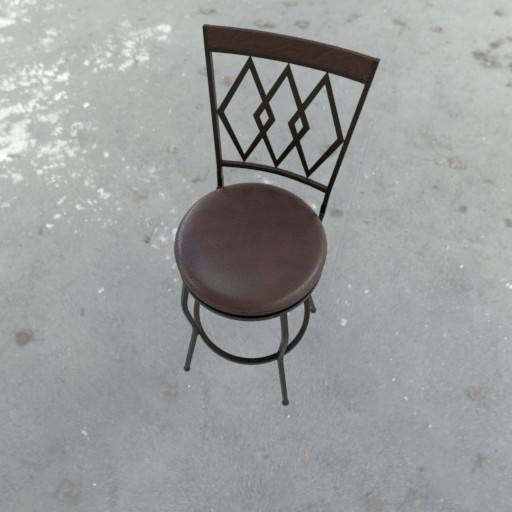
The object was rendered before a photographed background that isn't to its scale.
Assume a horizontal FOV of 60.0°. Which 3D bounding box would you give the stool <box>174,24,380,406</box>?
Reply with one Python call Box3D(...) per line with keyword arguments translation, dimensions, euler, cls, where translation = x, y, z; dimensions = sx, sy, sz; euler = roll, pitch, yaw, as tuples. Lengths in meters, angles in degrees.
Box3D(translation=(0.000, 0.000, 1.360), dimensions=(0.432, 1.134, 0.521), euler=(16, 59, 10), cls="stool")
